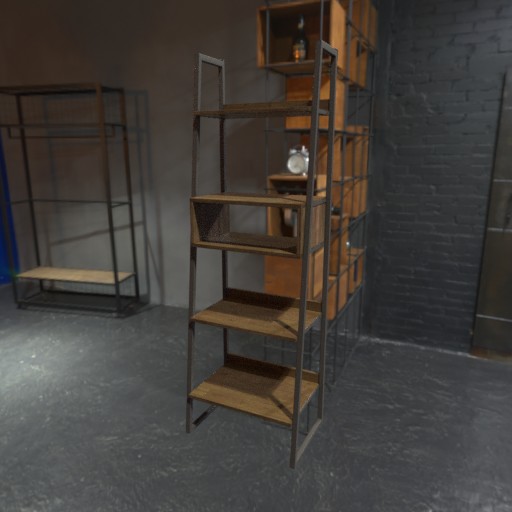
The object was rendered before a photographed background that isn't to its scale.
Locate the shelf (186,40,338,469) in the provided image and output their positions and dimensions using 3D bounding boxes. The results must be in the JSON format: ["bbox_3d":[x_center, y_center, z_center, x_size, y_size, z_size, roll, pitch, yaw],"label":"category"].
[{"bbox_3d":[0.000,0.000,2.298,0.652,2.005,0.454,7,15,26],"label":"shelf"}]
